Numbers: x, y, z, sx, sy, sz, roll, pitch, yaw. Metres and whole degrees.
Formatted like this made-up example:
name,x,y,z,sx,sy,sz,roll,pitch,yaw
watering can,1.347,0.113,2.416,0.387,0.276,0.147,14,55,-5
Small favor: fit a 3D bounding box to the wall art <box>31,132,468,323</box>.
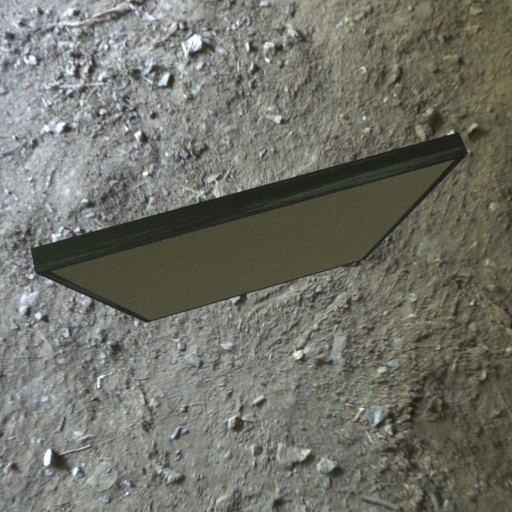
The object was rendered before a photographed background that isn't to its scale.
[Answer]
name,x,y,z,sx,sy,sz,roll,pitch,yaw
wall art,0.000,0.000,1.120,0.762,0.758,0.043,-16,76,-4
